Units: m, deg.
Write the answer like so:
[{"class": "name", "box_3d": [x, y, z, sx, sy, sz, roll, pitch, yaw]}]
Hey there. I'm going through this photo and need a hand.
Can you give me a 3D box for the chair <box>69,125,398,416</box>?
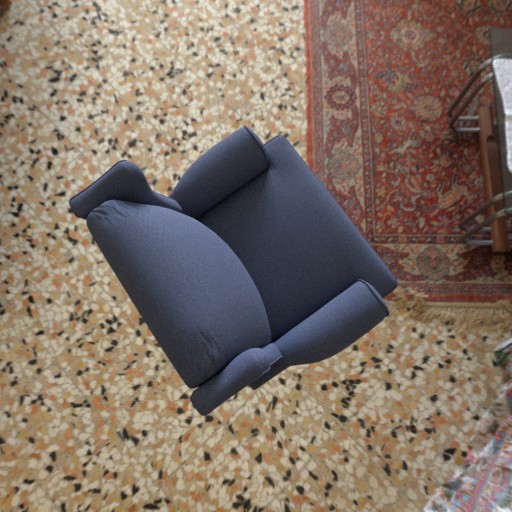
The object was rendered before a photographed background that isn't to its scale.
[{"class": "chair", "box_3d": [0.000, 0.000, 1.748, 0.877, 1.020, 0.971, -34, 78, -8]}]
